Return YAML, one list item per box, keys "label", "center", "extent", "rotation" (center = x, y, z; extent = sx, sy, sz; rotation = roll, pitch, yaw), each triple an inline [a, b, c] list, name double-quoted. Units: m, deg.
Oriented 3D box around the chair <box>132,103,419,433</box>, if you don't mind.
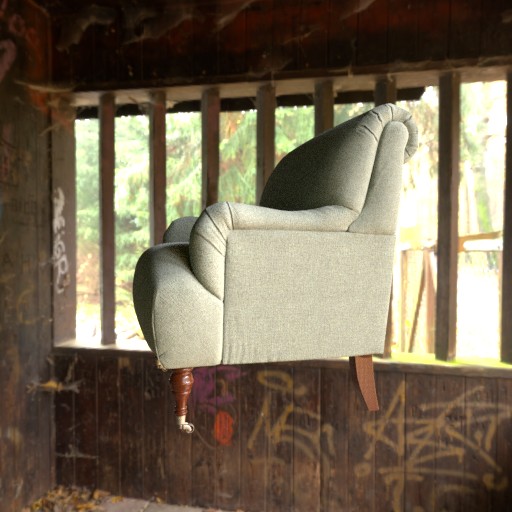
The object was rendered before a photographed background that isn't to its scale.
- label: "chair"
  center: [0.000, 0.000, 1.975]
  extent: [1.060, 1.178, 0.964]
  rotation: [0, 2, -18]
